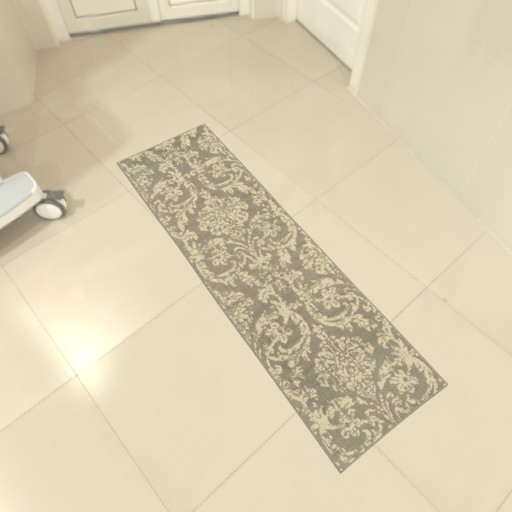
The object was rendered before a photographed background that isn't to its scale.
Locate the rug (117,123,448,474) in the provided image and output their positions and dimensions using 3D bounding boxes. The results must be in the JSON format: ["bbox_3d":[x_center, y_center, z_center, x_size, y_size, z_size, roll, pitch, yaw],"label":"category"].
[{"bbox_3d":[0.000,0.000,2.453,0.662,0.011,2.196,-30,62,-18],"label":"rug"}]
